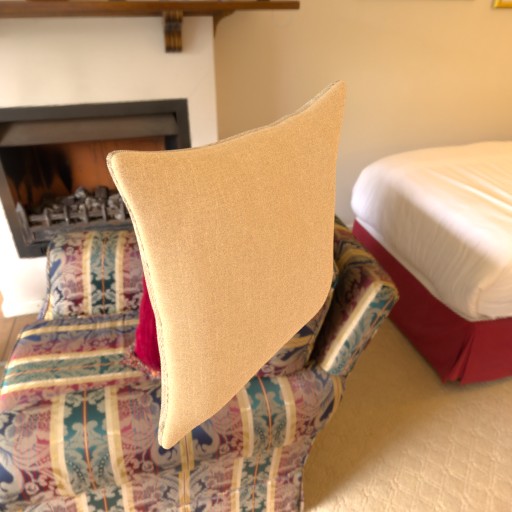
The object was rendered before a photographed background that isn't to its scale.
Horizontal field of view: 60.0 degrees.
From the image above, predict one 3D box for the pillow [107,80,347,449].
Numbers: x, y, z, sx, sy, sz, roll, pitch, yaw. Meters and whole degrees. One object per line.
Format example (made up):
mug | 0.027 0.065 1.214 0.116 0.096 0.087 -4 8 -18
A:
pillow | 0.000 0.000 0.658 0.138 0.432 0.436 22 38 31
